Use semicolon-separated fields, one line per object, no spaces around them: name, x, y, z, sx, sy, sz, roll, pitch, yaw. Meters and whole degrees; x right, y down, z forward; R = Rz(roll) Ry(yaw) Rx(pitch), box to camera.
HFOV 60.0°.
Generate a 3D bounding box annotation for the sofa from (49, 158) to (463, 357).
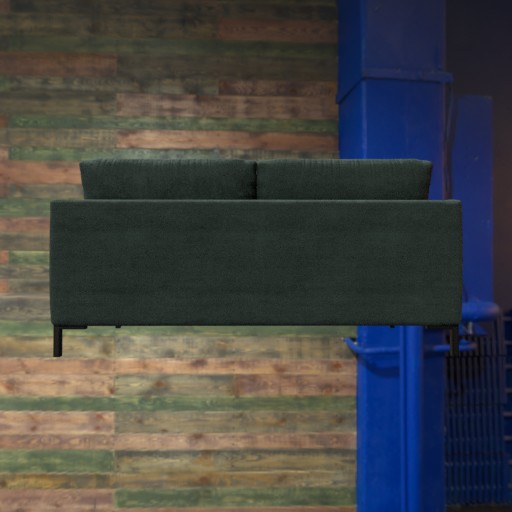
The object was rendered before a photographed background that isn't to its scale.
sofa;0.000;0.000;2.185;1.676;0.817;0.875;0;-1;-1
